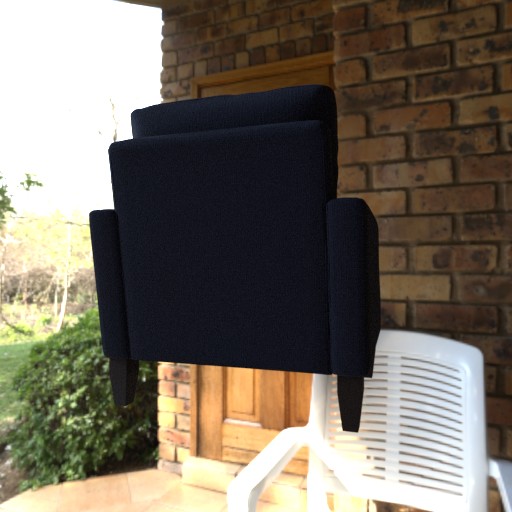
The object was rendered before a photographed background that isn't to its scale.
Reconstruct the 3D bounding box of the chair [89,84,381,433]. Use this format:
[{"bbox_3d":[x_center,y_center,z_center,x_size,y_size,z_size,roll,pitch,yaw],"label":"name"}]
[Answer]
[{"bbox_3d":[0.000,0.000,1.636,0.855,0.991,0.897,0,-1,18],"label":"chair"}]
